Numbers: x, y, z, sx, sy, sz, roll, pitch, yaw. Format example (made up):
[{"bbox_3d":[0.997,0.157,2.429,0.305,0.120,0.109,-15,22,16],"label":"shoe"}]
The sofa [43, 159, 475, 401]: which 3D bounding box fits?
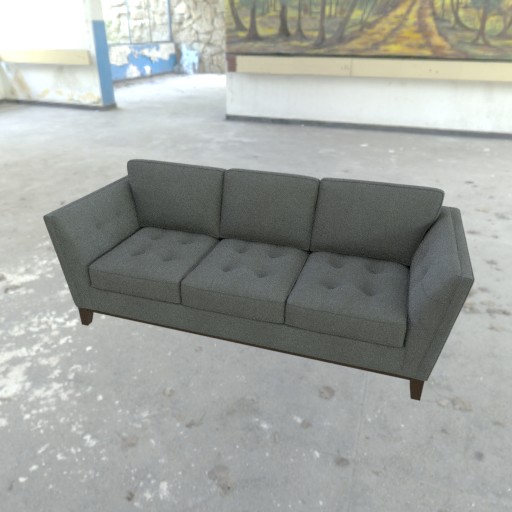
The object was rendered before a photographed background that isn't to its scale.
[{"bbox_3d":[0.000,0.000,2.861,2.387,0.940,0.965,9,29,16],"label":"sofa"}]
